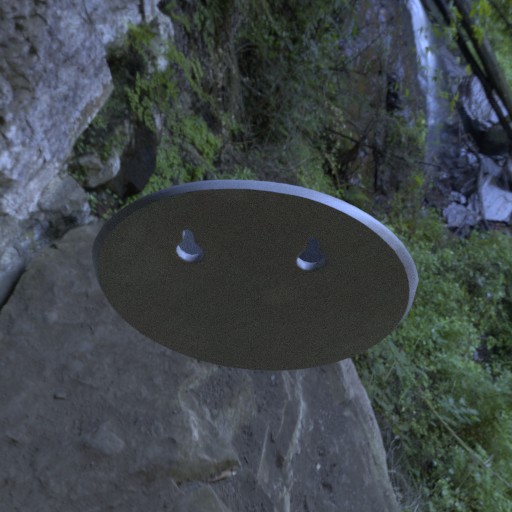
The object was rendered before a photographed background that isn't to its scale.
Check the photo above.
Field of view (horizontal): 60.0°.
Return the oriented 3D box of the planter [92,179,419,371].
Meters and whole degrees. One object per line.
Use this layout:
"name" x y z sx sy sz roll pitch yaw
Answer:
"planter" 0.000 0.000 0.282 0.190 0.164 0.073 4 47 4
